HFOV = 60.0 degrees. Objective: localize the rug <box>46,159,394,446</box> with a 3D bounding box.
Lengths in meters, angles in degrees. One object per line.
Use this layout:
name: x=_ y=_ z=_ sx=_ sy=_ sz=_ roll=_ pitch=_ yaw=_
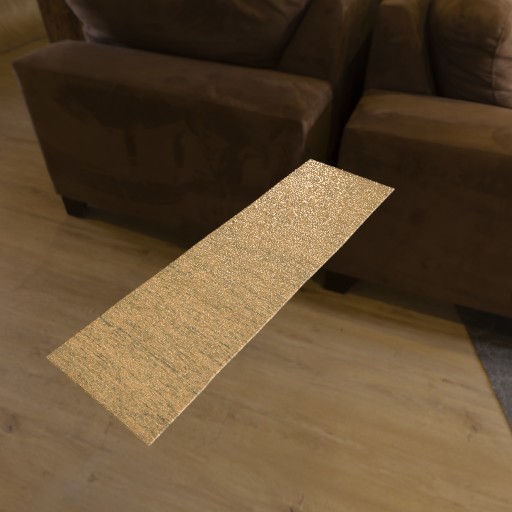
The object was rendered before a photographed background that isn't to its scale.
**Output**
rug: x=0.000 y=0.000 z=2.565 sx=0.700 sy=0.014 sz=2.290 roll=27 pitch=48 yaw=27
